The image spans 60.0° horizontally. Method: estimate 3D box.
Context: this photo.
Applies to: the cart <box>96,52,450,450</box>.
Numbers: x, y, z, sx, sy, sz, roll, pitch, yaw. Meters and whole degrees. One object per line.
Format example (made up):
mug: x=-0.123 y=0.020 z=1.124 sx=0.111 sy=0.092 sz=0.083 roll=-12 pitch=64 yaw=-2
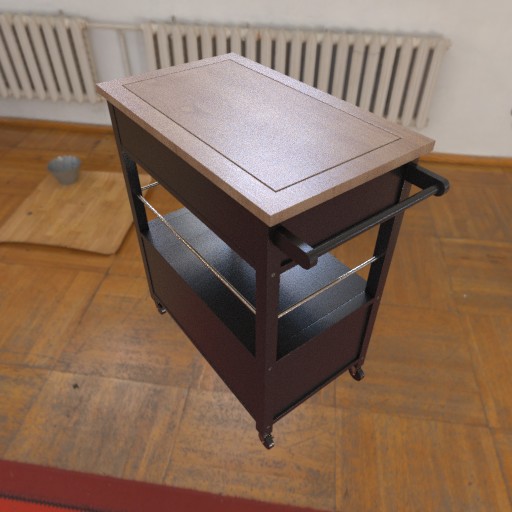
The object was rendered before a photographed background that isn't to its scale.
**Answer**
cart: x=0.000 y=0.000 z=1.355 sx=0.459 sy=0.901 sz=0.840 roll=-27 pitch=48 yaw=-27
